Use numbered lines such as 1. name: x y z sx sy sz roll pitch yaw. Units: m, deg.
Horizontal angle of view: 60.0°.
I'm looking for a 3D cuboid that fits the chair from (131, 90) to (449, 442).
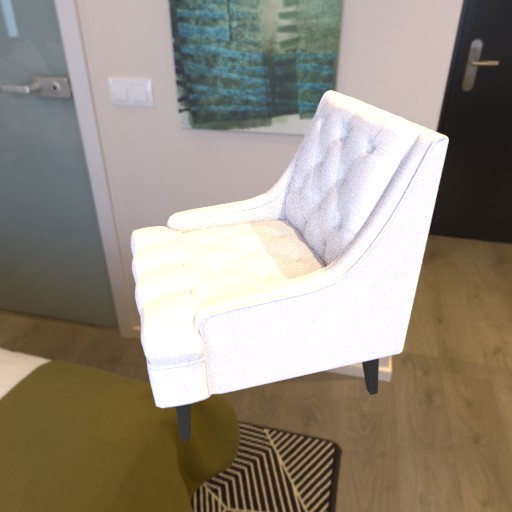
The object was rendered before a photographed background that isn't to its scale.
1. chair: 0.000 0.000 1.421 0.772 0.891 0.658 -9 31 -14
